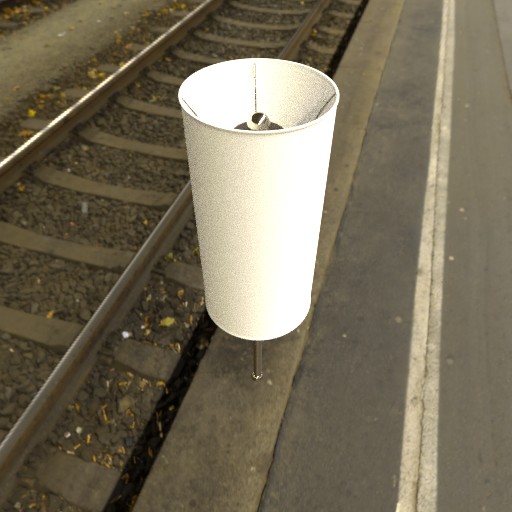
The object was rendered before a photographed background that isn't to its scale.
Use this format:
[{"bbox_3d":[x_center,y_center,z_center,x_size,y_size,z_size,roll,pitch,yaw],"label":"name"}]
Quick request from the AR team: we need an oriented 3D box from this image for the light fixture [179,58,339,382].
[{"bbox_3d":[0.000,0.000,0.549,0.128,0.462,0.208,-2,46,-2],"label":"light fixture"}]
